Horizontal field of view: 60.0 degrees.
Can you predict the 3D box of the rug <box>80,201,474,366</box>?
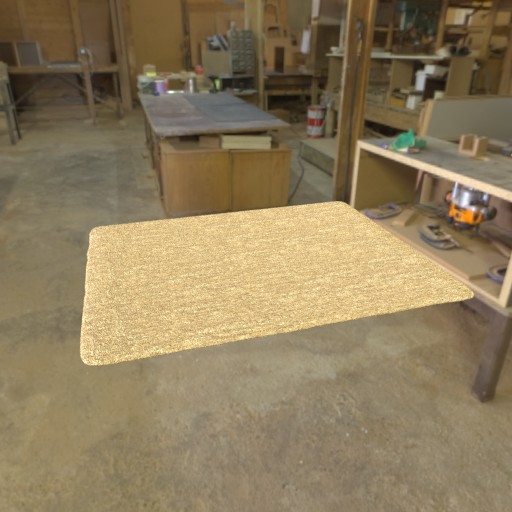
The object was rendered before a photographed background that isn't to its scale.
[{"bbox_3d":[0.000,0.000,3.920,2.873,0.050,2.242,-8,27,-15],"label":"rug"}]
